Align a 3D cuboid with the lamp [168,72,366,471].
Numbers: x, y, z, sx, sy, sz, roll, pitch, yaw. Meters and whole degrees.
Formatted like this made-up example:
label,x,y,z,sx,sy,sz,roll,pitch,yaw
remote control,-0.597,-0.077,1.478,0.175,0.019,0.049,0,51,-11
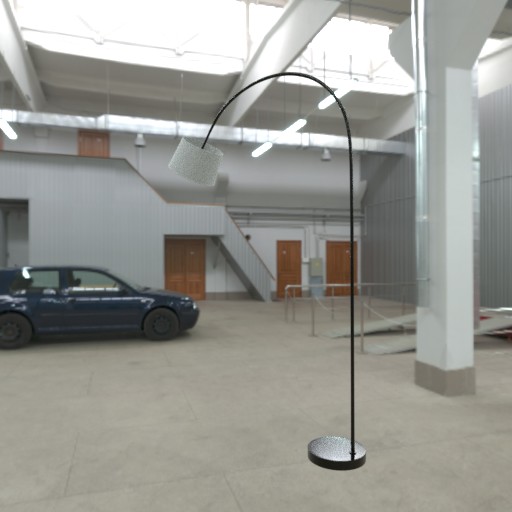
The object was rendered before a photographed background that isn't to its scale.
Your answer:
label,x,y,z,sx,sy,sz,roll,pitch,yaw
lamp,0.000,0.000,2.646,1.363,2.104,0.331,0,0,37
